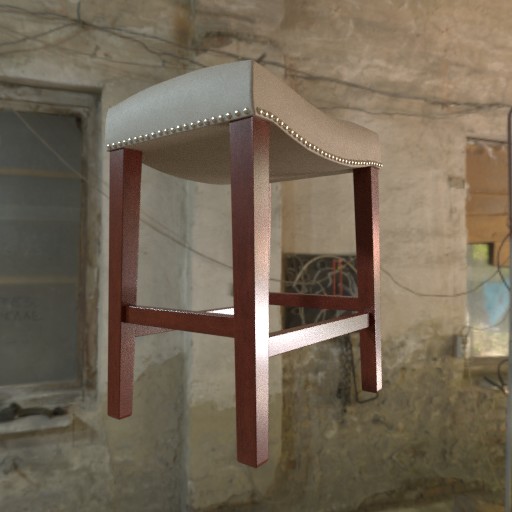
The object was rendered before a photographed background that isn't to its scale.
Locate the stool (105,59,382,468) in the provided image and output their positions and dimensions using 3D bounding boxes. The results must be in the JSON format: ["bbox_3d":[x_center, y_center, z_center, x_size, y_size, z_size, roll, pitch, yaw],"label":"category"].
[{"bbox_3d":[0.000,0.000,0.956,0.375,0.632,0.509,0,-1,37],"label":"stool"}]
